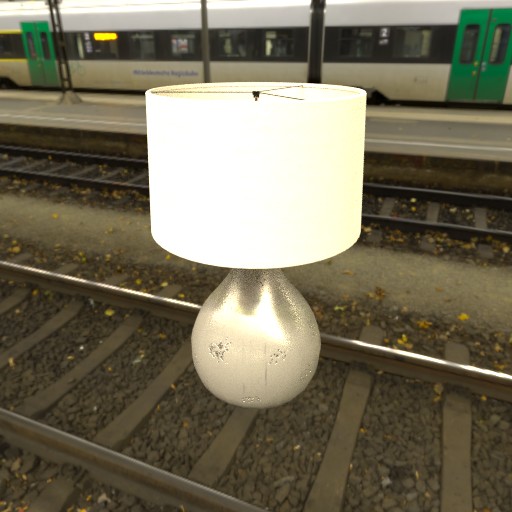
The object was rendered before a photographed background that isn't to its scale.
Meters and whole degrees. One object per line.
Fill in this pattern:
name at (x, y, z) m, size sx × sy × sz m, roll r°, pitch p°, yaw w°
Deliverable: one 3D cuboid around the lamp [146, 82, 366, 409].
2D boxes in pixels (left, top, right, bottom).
lamp at (0.000, 0.000, 0.741) m, size 0.330 × 0.521 × 0.330 m, roll 0°, pitch 25°, yaw 0°
